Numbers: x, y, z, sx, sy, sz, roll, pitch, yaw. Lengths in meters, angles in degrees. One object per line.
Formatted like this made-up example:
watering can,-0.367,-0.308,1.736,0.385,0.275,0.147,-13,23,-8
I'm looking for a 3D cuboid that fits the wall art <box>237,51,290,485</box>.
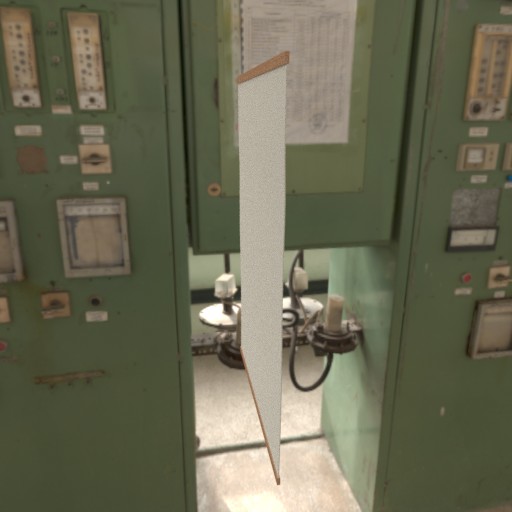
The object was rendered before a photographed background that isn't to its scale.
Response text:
wall art,0.000,0.000,1.941,0.019,1.527,1.019,-3,18,-9
